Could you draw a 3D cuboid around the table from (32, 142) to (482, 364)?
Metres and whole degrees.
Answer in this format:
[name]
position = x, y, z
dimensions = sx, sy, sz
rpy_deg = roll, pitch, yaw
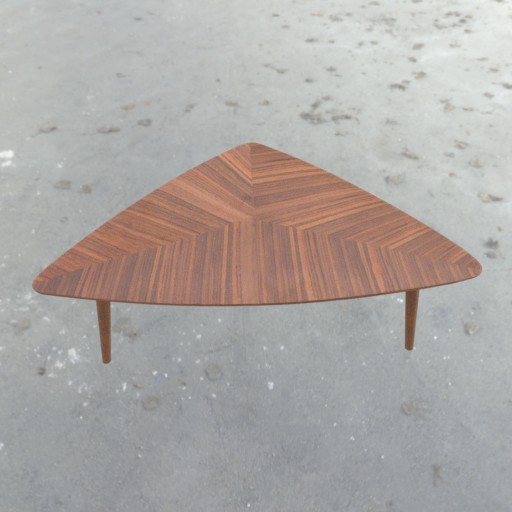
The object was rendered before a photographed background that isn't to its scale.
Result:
[table]
position = 0.000, 0.000, 1.275
dimensions = 1.008, 0.365, 0.601
rpy_deg = -2, 48, -2
